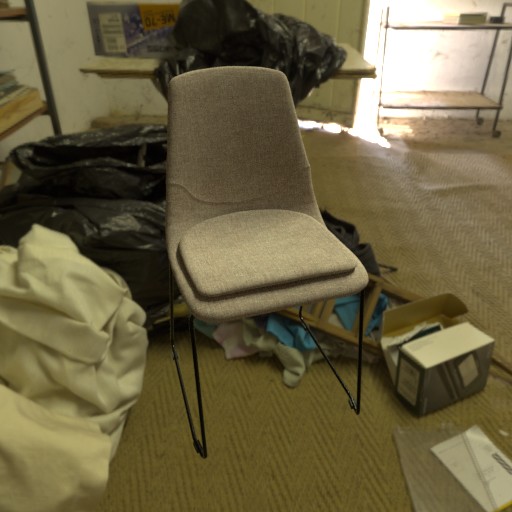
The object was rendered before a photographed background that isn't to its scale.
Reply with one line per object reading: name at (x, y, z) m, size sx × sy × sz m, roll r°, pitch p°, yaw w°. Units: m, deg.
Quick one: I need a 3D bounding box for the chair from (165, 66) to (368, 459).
chair at (0.000, 0.000, 1.167) m, size 0.479 × 0.858 × 0.518 m, roll -10°, pitch 33°, yaw -15°
